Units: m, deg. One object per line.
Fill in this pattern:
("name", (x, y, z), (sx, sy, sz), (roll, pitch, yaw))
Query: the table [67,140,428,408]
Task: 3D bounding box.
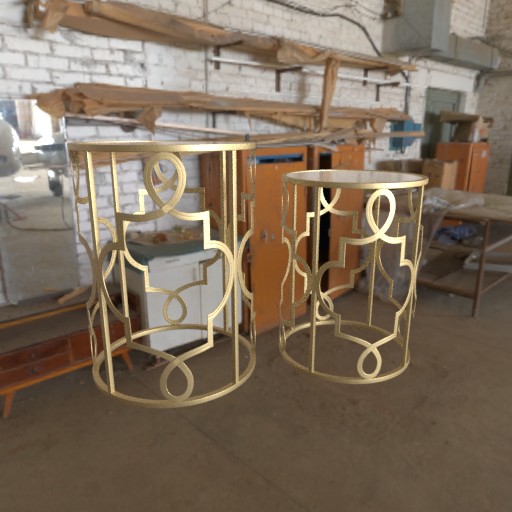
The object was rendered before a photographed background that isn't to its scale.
("table", (0.000, 0.000, 1.132), (0.846, 0.564, 0.420), (-2, 16, -8))
